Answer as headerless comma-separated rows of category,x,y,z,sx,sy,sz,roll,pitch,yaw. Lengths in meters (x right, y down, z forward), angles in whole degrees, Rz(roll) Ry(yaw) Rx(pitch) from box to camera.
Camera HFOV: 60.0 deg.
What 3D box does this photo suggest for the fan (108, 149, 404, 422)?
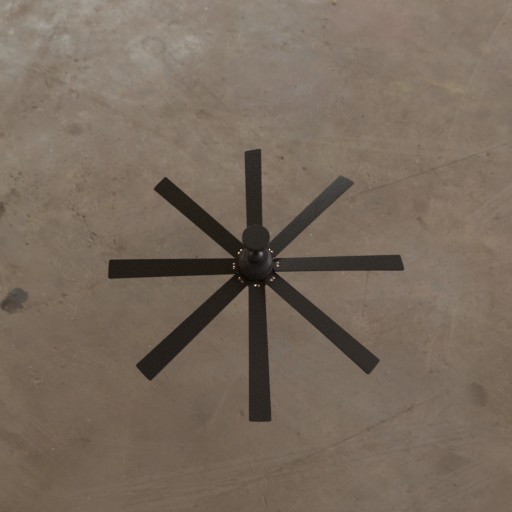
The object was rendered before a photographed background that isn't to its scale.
fan,0.000,0.000,2.639,1.830,0.472,1.830,-1,63,-1
